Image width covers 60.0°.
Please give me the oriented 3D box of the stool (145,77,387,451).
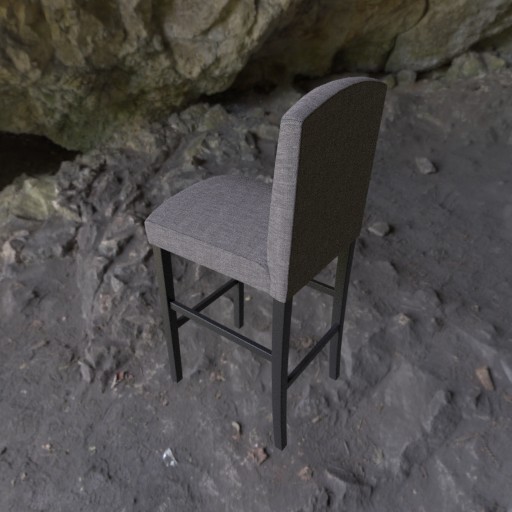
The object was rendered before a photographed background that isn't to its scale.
[{"bbox_3d":[0.000,0.000,1.442,0.552,1.138,0.451,22,38,30],"label":"stool"}]
